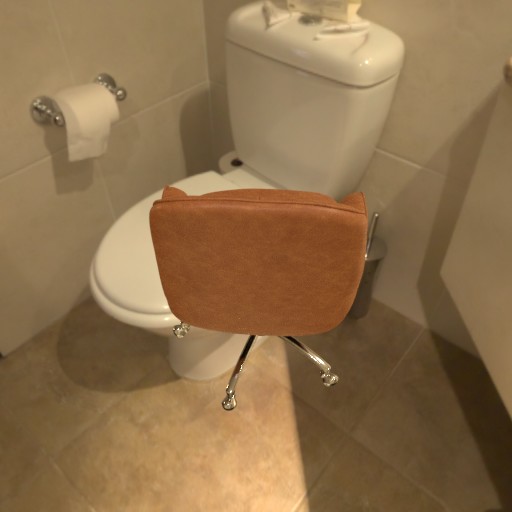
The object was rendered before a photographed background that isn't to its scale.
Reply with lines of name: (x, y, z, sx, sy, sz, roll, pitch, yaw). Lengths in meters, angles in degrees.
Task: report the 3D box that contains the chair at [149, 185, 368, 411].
chair: (0.000, 0.000, 1.352, 0.628, 0.909, 0.615, 2, 47, 2)
